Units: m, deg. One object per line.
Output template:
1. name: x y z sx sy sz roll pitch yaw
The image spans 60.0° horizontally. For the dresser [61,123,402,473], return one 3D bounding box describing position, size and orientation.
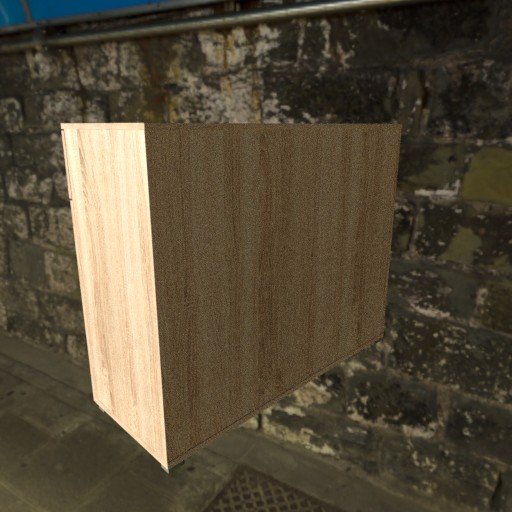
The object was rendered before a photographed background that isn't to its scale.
1. dresser: 0.000 0.000 1.574 1.100 0.900 0.450 -16 23 -42
